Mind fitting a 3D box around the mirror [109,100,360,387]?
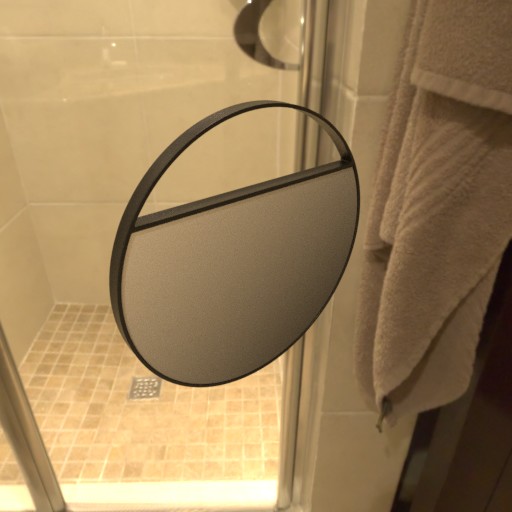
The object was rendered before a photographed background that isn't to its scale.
[{"bbox_3d":[0.000,0.000,0.850,0.565,0.565,0.032,-22,36,-33],"label":"mirror"}]
